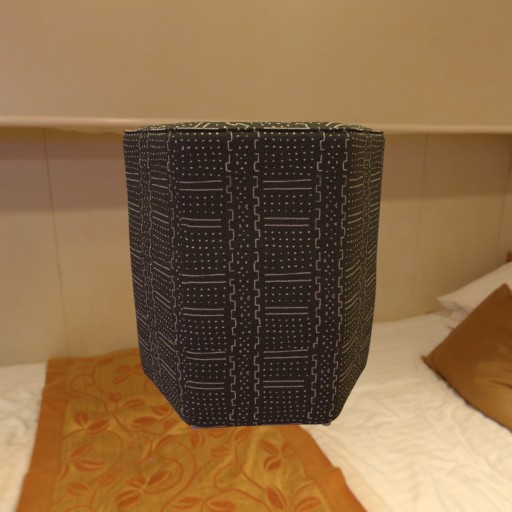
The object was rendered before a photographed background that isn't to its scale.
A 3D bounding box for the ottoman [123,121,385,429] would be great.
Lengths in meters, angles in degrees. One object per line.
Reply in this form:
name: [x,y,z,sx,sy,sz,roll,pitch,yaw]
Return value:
ottoman: [0.000,0.000,0.887,0.443,0.502,0.494,7,16,26]
